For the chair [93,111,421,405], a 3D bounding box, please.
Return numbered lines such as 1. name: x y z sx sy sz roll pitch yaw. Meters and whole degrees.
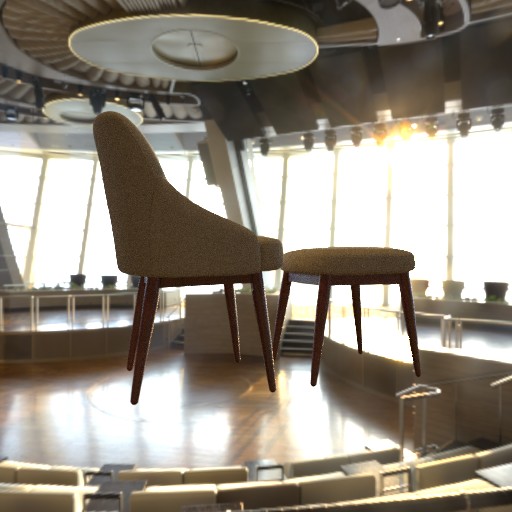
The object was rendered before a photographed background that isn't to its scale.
1. chair: 0.000 0.000 1.611 1.114 0.866 0.584 0 0 -18
